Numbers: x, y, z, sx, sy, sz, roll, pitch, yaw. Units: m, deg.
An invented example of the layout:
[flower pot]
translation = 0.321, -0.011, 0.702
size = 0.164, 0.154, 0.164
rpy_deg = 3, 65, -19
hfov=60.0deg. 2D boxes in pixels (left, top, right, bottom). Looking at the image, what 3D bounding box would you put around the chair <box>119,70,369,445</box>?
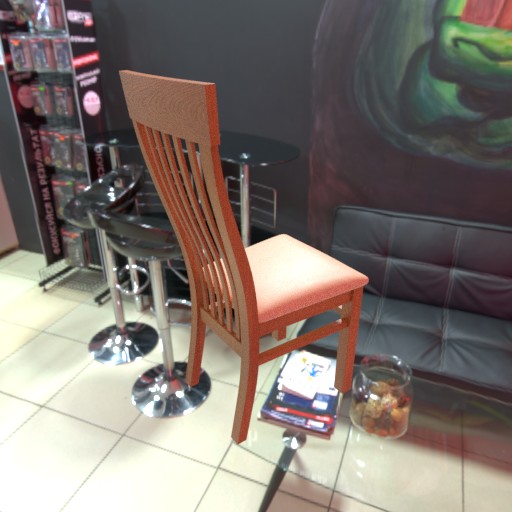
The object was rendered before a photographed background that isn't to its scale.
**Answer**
[chair]
translation = 0.000, 0.000, 1.361
size = 0.580, 1.050, 0.450
rpy_deg = -18, 31, -31
